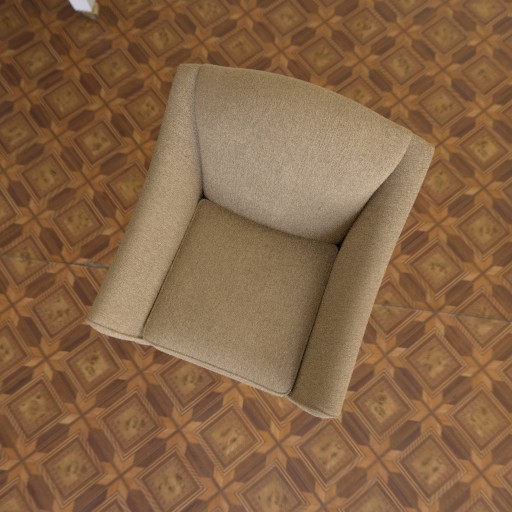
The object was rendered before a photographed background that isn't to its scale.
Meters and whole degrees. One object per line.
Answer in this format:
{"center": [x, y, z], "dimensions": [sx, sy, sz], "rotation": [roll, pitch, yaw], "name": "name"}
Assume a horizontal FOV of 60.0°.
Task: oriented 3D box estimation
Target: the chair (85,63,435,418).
{"center": [0.000, 0.000, 1.426], "dimensions": [0.763, 0.839, 0.787], "rotation": [20, 77, 5], "name": "chair"}
